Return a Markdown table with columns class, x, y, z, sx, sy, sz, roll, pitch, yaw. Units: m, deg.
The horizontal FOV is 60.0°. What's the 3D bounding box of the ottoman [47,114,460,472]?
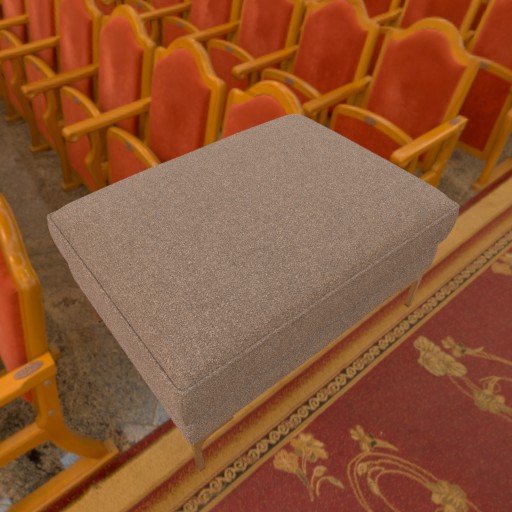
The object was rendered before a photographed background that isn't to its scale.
| class | x | y | z | sx | sy | sz | roll | pitch | yaw |
| --- | --- | --- | --- | --- | --- | --- | --- | --- | --- |
| ottoman | 0.000 | 0.000 | 1.129 | 0.785 | 0.464 | 0.583 | -30 | 52 | -26 |
